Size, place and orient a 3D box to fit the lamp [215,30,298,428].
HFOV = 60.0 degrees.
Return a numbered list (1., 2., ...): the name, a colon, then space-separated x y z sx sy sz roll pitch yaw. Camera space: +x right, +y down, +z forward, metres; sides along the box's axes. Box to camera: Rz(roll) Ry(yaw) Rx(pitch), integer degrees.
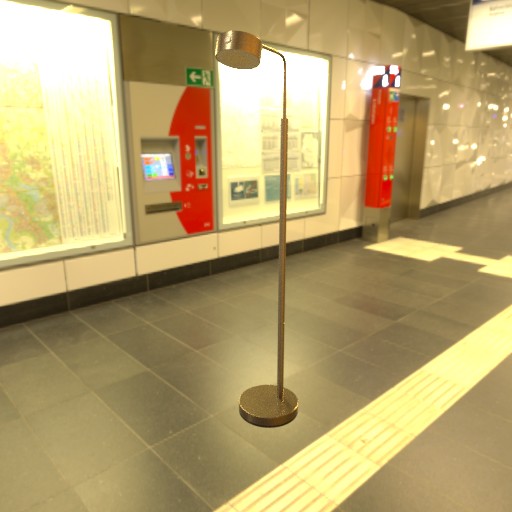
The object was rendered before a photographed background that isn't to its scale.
1. lamp: 0.000 0.000 1.410 0.219 1.230 0.418 8 17 27
